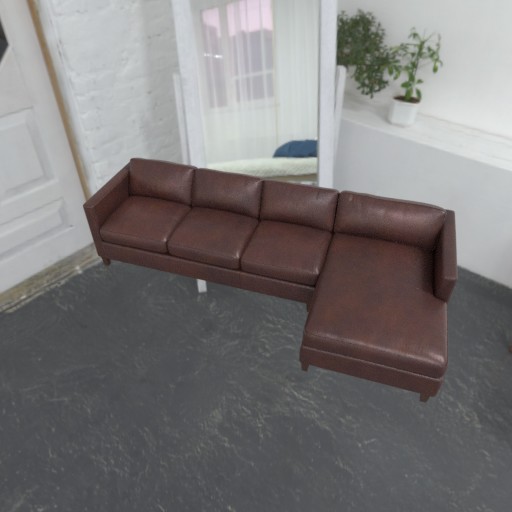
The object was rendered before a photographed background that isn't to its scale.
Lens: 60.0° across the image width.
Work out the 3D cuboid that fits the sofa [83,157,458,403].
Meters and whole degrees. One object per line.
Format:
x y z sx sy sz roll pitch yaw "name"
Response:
0.000 0.000 3.909 3.203 0.883 1.581 12 42 13 "sofa"
